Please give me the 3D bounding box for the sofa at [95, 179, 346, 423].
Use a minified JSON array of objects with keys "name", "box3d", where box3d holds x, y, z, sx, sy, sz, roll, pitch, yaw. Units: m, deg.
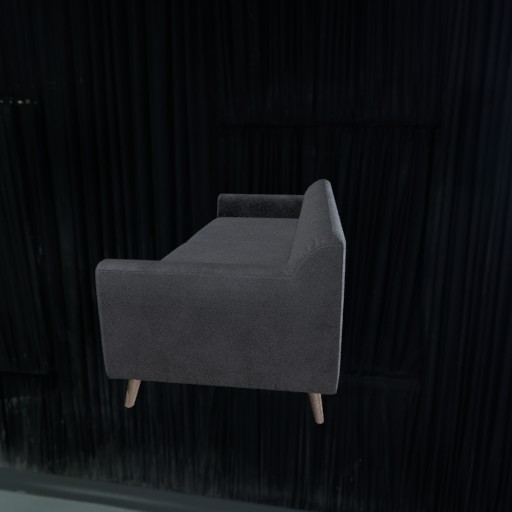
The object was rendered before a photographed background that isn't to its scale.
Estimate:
[{"name":"sofa","box3d":[0.000,0.000,2.638,0.900,0.740,2.190,2,15,8]}]
